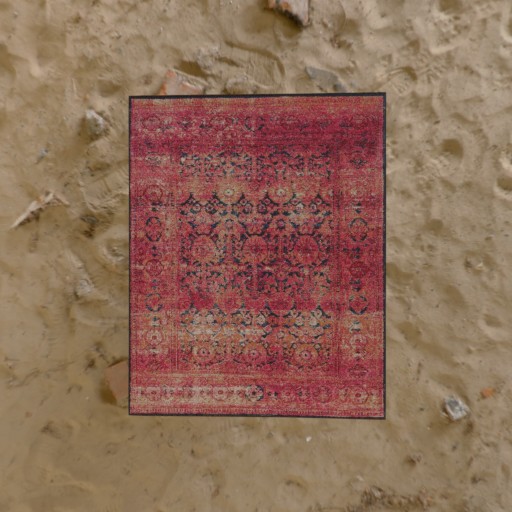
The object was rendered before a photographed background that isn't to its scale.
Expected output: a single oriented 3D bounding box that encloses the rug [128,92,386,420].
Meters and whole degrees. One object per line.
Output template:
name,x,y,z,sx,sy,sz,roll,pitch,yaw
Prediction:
rug,0.000,0.000,4.143,2.411,0.020,3.032,0,90,2
